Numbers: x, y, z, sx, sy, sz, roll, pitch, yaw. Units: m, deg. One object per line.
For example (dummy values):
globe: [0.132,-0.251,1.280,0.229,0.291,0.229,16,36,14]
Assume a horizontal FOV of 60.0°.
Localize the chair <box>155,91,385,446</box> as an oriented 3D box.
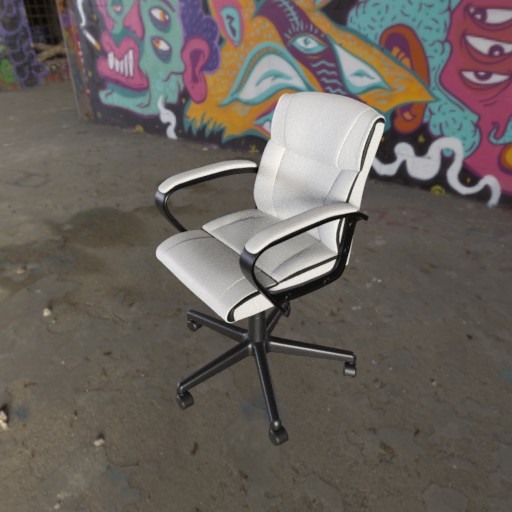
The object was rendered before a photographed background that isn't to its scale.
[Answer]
chair: [0.000,0.000,1.540,0.717,1.004,0.739,-20,36,-31]
